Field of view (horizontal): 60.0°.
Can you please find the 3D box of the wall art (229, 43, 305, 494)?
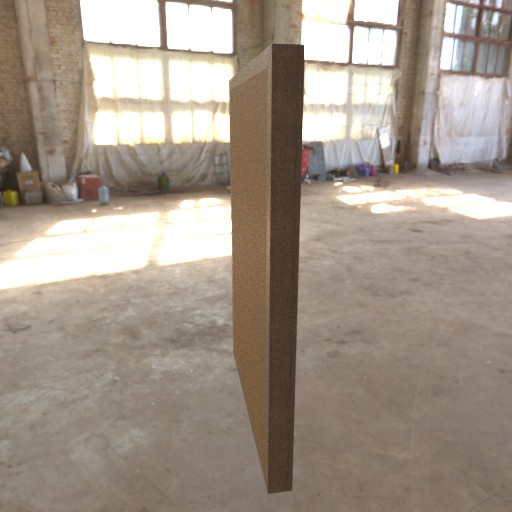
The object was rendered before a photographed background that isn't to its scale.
[{"bbox_3d":[0.000,0.000,0.646,0.031,0.509,0.356,-3,17,-9],"label":"wall art"}]
